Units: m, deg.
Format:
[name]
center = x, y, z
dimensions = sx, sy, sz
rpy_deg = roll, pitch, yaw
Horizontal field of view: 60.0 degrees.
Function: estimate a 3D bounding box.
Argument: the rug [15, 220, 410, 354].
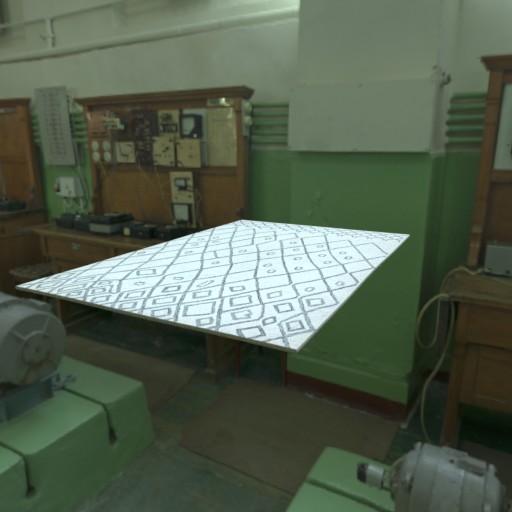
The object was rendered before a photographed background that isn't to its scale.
[rug]
center = 0.000, 0.000, 2.282
dimensions = 1.222, 0.015, 1.828
rpy_deg = 7, 16, 27
